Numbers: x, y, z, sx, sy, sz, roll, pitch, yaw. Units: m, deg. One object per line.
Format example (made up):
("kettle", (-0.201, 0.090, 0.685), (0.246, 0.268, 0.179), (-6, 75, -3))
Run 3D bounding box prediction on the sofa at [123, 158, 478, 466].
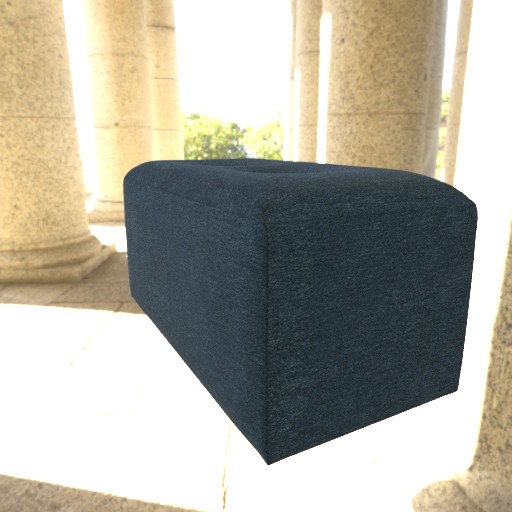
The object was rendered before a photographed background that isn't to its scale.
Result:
("sofa", (0.000, 0.000, 1.150), (0.480, 0.470, 0.930), (-8, 17, -27))
